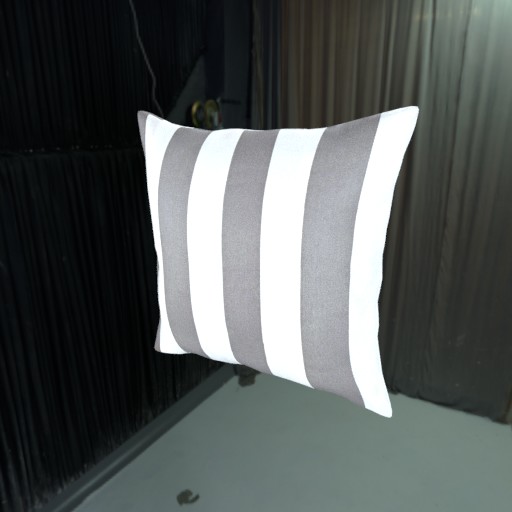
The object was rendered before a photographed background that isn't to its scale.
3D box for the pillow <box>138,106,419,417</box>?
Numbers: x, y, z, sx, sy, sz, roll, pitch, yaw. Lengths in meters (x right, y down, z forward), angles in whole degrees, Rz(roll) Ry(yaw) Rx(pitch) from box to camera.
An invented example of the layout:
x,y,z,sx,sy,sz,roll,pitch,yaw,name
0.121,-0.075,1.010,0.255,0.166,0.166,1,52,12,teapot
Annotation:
x,y,z,sx,sy,sz,roll,pitch,yaw,name
0.000,0.000,0.800,0.522,0.507,0.192,9,18,28,pillow
